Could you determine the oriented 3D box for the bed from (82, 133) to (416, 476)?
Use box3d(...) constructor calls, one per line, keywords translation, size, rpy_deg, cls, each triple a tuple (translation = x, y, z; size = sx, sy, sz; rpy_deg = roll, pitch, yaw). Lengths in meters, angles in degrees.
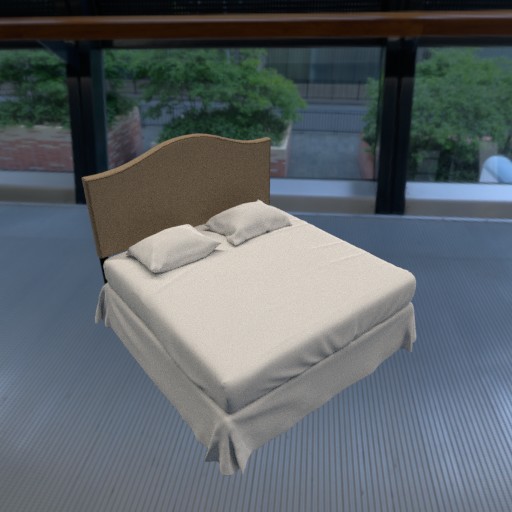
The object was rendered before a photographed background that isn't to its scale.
box3d(translation=(0.000, 0.000, 3.792), size=(2.311, 1.651, 2.222), rpy_deg=(-22, 37, -33), cls="bed")
